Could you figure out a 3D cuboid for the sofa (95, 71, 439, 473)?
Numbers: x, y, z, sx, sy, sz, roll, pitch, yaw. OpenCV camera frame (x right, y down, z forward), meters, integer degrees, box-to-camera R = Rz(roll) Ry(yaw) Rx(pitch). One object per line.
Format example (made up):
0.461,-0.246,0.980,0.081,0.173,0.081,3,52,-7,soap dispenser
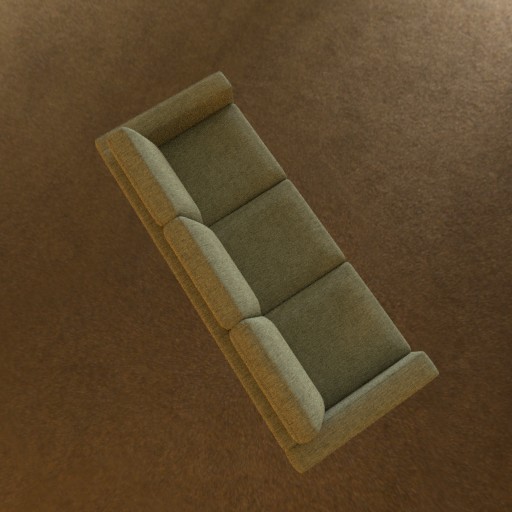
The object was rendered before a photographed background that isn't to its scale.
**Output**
0.000,0.000,2.587,0.900,0.800,2.160,-32,78,-8,sofa
